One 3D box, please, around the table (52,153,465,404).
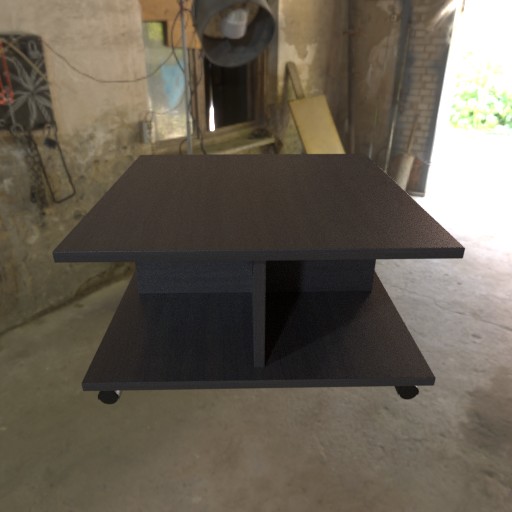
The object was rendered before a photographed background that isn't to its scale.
[{"bbox_3d":[0.000,0.000,1.244,0.762,0.396,0.762,-1,26,-1],"label":"table"}]
